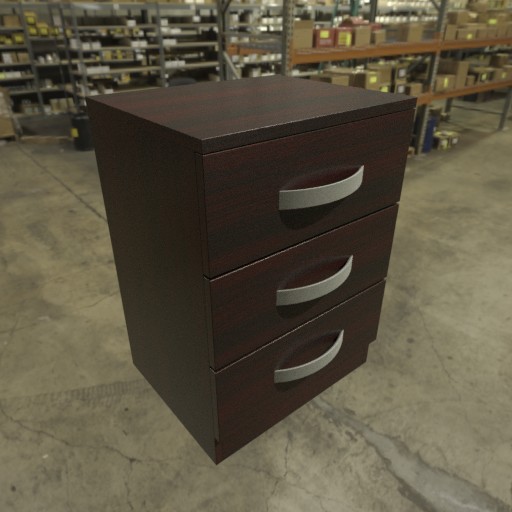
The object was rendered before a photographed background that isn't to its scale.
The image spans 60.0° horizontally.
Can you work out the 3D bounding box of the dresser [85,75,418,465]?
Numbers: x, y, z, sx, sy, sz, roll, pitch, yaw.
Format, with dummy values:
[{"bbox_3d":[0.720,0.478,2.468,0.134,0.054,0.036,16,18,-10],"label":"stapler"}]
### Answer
[{"bbox_3d":[0.000,0.000,0.821,0.400,0.560,0.360,-22,36,-33],"label":"dresser"}]
